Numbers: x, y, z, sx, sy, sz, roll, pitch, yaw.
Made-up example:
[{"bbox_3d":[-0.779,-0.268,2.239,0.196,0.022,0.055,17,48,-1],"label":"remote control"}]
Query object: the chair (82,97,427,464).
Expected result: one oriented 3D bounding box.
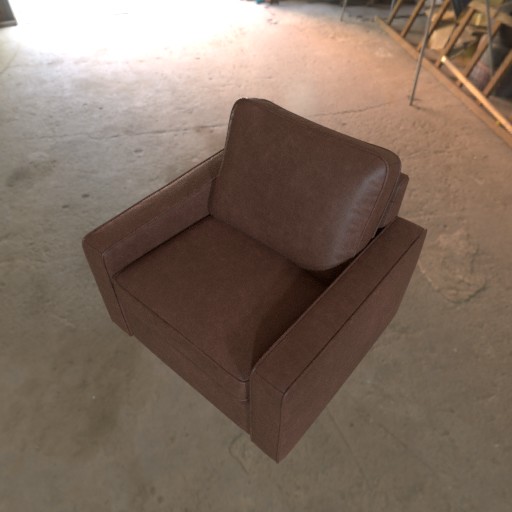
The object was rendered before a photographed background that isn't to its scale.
[{"bbox_3d":[0.000,0.000,1.779,1.017,0.919,0.940,32,54,26],"label":"chair"}]
